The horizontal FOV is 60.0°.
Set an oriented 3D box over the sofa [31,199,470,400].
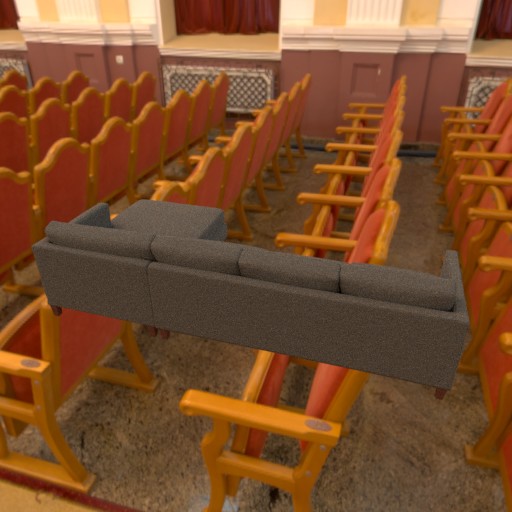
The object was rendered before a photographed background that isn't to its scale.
[{"bbox_3d":[0.000,0.000,3.824,3.186,0.846,1.625,9,31,15],"label":"sofa"}]
